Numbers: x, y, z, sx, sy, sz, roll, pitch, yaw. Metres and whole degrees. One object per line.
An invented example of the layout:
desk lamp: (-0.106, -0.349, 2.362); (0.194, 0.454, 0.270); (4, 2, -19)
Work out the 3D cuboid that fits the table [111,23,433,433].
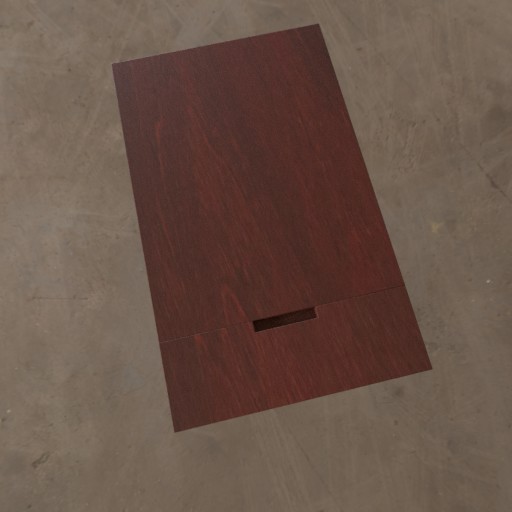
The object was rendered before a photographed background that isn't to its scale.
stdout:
table: (0.000, 0.000, 0.960); (0.356, 0.612, 0.584); (-13, 75, -3)
